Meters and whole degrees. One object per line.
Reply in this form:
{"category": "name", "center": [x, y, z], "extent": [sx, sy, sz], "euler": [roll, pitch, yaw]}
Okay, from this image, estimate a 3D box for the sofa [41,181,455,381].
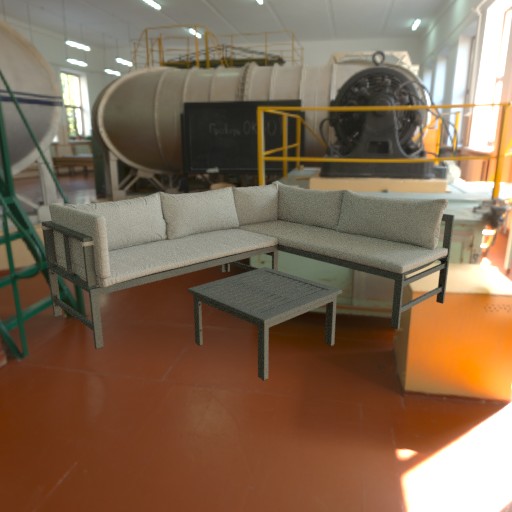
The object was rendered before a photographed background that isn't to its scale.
{"category": "sofa", "center": [0.000, 0.000, 2.910], "extent": [2.096, 0.758, 1.658], "euler": [-14, 21, -42]}
